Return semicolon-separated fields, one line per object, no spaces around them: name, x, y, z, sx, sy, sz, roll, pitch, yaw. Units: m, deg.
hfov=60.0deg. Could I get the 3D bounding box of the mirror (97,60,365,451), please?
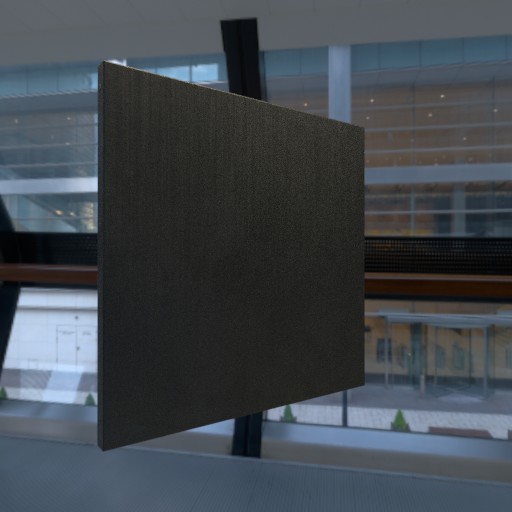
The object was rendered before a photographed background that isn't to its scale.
mirror;0.000;0.000;0.550;0.382;0.381;0.020;0;0;-36
